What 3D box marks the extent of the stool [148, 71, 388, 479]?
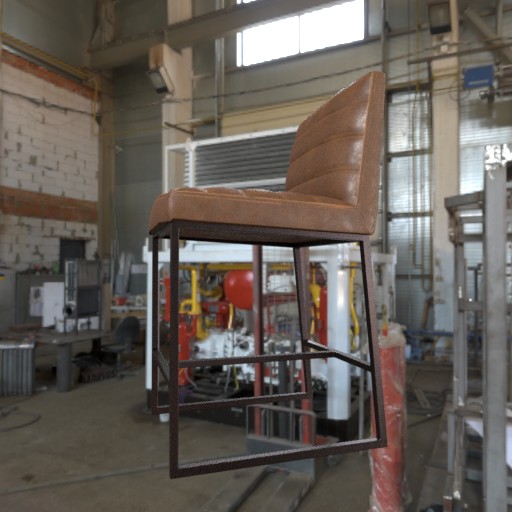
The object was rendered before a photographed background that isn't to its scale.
[{"bbox_3d":[0.000,0.000,1.221,0.562,0.942,0.463,0,-1,-18],"label":"stool"}]
